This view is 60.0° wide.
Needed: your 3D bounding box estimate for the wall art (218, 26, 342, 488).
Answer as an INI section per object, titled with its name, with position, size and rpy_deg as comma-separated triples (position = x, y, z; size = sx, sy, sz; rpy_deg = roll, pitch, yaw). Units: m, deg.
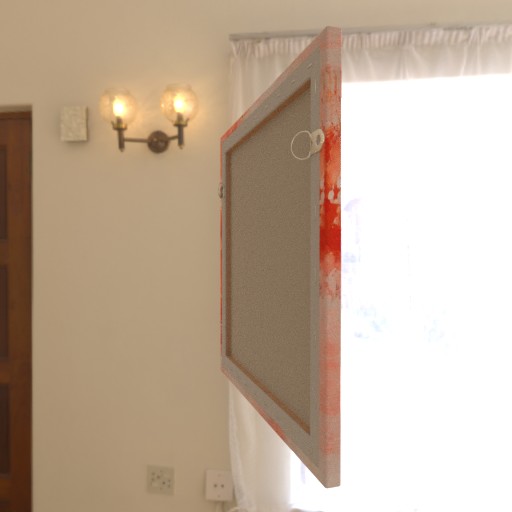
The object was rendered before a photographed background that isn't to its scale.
[wall art]
position = 0.000, 0.000, 1.255
size = 0.066, 0.878, 0.878
rpy_deg = 0, 1, -18
